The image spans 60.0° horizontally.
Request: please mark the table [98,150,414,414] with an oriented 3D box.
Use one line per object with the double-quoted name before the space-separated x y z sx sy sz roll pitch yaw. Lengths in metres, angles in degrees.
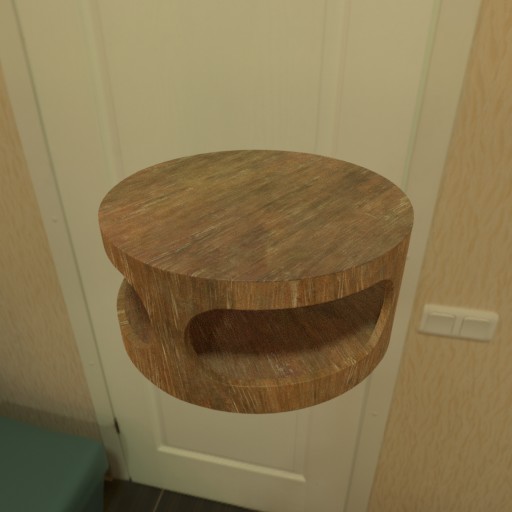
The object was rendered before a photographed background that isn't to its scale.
"table" 0.000 0.000 1.543 0.974 0.450 0.974 0 31 0
